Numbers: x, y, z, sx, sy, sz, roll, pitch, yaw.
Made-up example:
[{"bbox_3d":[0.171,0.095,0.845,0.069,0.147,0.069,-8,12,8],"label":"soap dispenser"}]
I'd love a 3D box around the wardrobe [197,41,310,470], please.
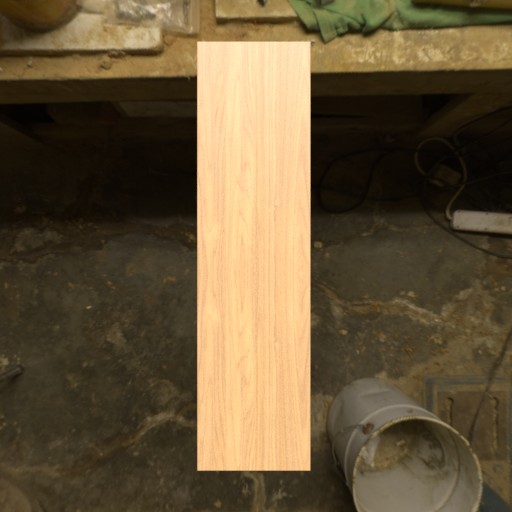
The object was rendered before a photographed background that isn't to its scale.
[{"bbox_3d":[0.000,0.000,3.362,0.590,2.260,2.160,0,90,0],"label":"wardrobe"}]
